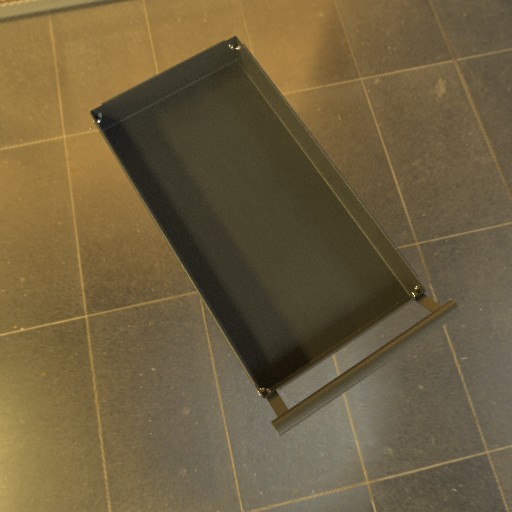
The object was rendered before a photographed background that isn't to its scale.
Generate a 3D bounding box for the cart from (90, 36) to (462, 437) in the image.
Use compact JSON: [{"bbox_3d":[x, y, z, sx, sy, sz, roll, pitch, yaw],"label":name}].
[{"bbox_3d":[0.000,0.000,1.167,0.366,0.780,0.719,-31,77,-8],"label":"cart"}]
